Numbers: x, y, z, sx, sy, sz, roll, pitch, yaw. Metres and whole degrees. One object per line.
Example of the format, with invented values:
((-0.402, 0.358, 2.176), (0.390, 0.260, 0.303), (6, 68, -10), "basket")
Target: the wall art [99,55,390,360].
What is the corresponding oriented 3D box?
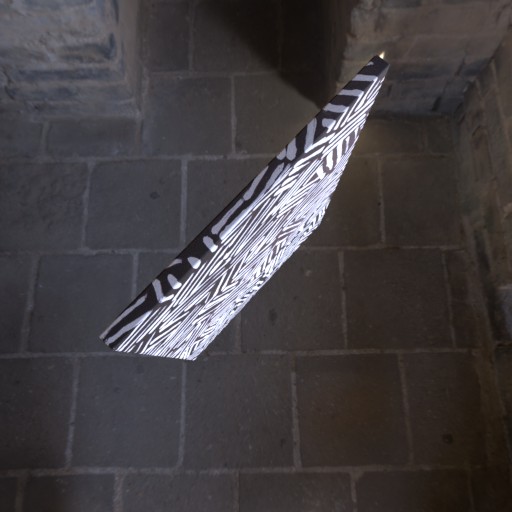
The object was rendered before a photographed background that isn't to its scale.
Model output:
((0.000, 0.000, 1.318), (0.038, 1.017, 0.765), (41, 79, 9), "wall art")
